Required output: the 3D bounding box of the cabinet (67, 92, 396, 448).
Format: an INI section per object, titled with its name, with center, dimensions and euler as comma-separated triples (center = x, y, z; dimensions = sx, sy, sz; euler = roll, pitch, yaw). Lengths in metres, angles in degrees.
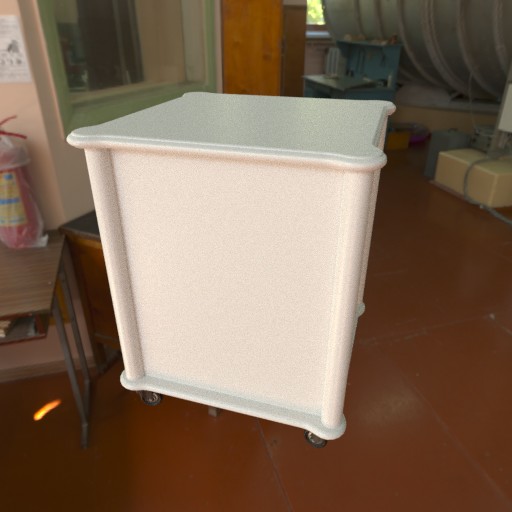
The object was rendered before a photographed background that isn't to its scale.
[cabinet]
center = 0.000, 0.000, 1.228
dimensions = 0.627, 0.761, 0.628
euler = 8, 29, 15
